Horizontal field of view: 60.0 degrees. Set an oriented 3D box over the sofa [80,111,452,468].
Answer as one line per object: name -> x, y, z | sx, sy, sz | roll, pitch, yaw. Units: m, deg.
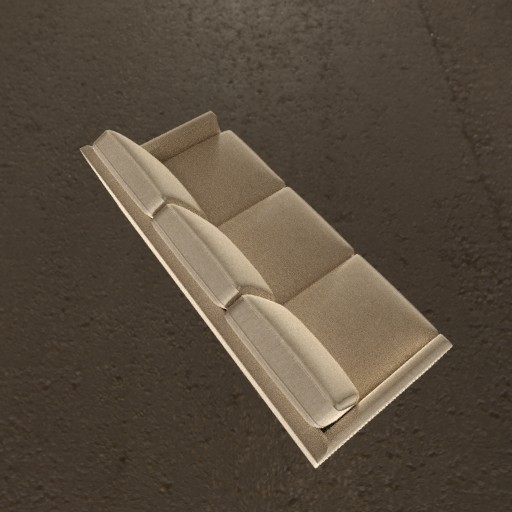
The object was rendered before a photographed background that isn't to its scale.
sofa -> 0.000, 0.000, 2.699 | 1.041, 0.940, 2.210 | -33, 64, -18
